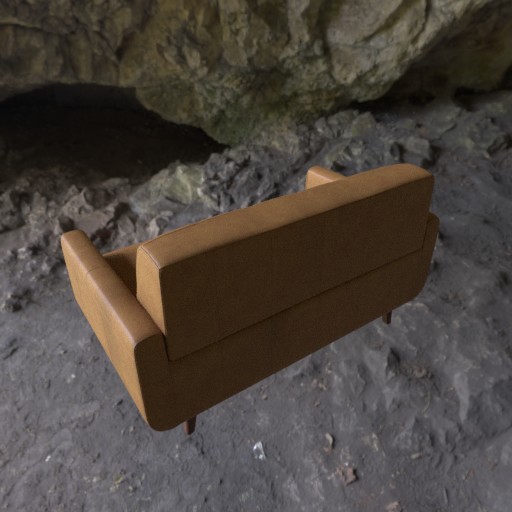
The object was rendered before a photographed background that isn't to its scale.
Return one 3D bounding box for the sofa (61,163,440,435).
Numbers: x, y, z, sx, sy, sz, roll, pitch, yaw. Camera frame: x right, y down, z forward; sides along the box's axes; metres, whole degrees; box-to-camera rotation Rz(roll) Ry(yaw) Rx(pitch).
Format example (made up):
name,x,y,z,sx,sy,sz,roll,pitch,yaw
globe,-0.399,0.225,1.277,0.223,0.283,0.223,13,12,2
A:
name,x,y,z,sx,sy,sz,roll,pitch,yaw
sofa,0.000,0.000,2.268,1.651,0.925,0.952,-20,37,-29
